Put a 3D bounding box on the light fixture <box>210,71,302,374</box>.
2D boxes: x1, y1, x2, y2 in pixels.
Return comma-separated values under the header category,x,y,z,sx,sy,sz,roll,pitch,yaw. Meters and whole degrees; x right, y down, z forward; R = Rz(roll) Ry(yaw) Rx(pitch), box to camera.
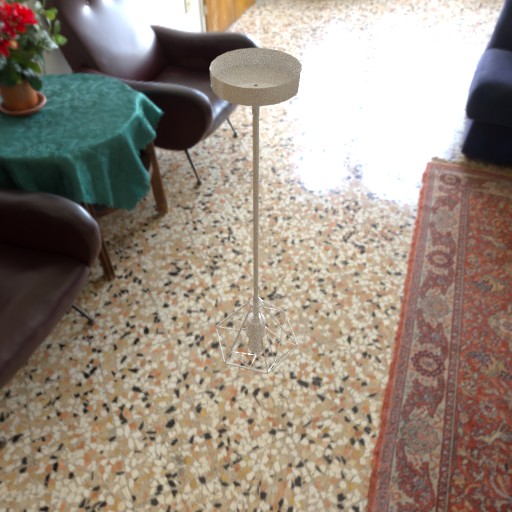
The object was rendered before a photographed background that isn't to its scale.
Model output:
category,x,y,z,sx,sy,sz,roll,pitch,yaw
light fixture,0.000,0.000,2.057,0.431,1.764,0.487,-11,48,-10
